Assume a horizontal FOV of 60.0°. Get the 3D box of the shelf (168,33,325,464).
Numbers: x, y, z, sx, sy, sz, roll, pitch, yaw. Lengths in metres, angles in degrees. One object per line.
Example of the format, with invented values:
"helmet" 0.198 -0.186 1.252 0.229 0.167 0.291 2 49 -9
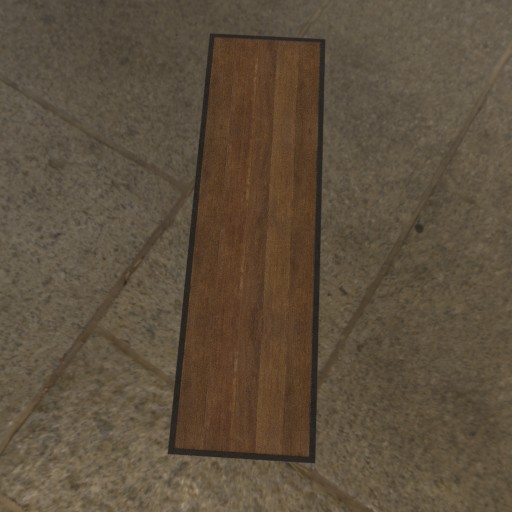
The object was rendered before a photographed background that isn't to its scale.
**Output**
"shelf" 0.000 0.000 1.581 0.361 0.765 1.201 3 76 1
